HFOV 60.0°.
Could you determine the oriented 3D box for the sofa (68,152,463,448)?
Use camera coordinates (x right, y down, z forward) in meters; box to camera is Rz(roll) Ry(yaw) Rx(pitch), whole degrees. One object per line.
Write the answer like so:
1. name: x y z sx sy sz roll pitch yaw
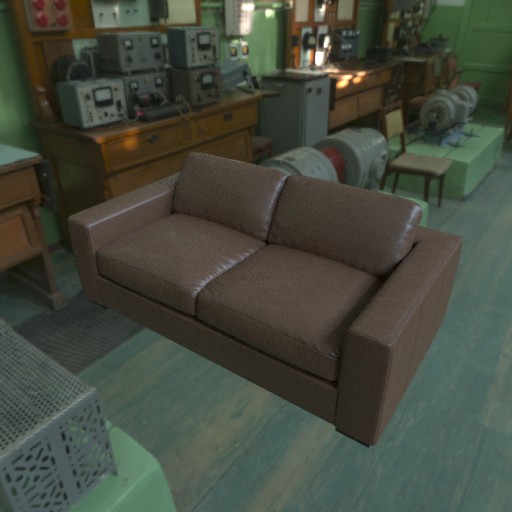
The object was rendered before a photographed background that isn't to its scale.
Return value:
1. sofa: 0.000 0.000 2.481 1.920 0.800 1.070 19 35 30
